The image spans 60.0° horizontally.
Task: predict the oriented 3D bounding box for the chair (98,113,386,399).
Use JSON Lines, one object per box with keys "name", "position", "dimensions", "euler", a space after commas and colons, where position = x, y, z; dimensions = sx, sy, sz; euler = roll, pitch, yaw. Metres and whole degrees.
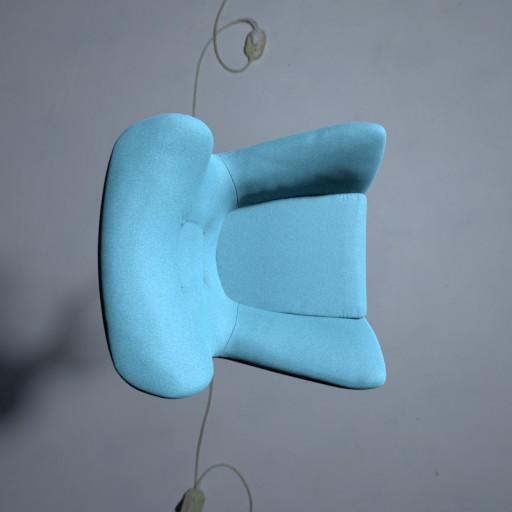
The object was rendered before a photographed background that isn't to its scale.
{"name": "chair", "position": [0.000, 0.000, 1.627], "dimensions": [0.889, 0.889, 0.890], "euler": [0, 90, 0]}
